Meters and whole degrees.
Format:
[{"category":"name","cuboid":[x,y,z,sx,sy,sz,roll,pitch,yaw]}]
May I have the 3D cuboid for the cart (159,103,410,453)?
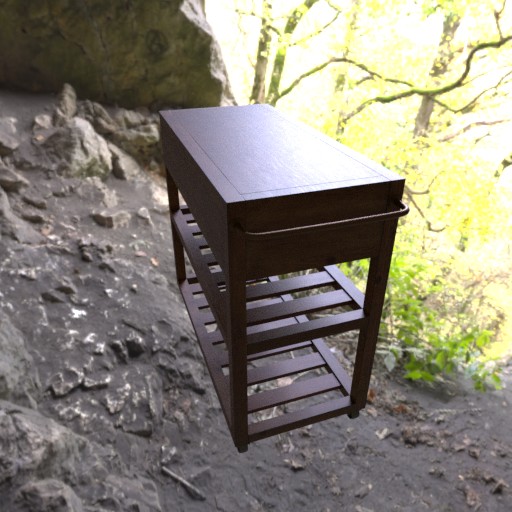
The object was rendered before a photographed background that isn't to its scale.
[{"category":"cart","cuboid":[0.000,0.000,1.542,0.445,0.830,1.065,-10,31,-17]}]
